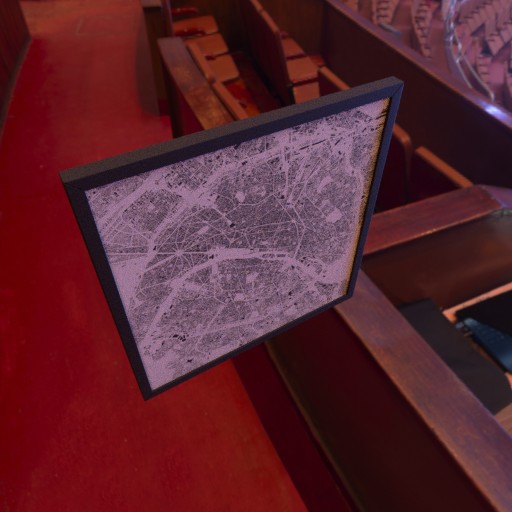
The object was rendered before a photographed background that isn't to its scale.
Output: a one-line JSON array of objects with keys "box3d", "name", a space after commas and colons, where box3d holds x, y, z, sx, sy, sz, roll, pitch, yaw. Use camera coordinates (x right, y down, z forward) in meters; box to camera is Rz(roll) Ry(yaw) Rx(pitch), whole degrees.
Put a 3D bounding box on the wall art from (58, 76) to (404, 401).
[{"box3d": [0.000, 0.000, 1.151, 0.763, 0.763, 0.037, -23, 49, -21], "name": "wall art"}]
